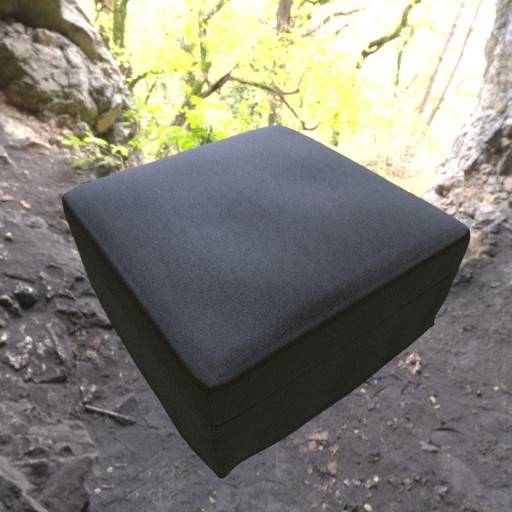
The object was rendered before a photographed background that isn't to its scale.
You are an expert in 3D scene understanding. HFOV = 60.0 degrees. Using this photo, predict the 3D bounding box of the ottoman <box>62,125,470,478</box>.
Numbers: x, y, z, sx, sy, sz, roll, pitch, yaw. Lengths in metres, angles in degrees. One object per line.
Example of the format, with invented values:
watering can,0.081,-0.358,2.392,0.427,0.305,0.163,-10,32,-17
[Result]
ottoman,0.000,0.000,1.322,0.843,0.441,0.842,-26,47,-27
